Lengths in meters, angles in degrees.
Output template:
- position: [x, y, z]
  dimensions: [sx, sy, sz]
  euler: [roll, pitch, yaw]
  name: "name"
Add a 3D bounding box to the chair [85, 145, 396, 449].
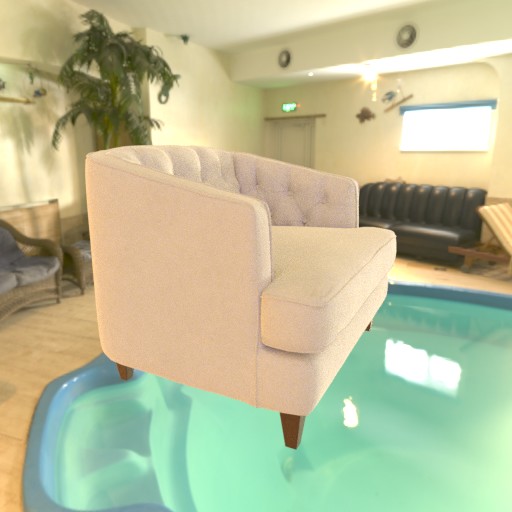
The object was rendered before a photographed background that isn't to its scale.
- position: [0.000, 0.000, 1.751]
  dimensions: [0.941, 0.852, 1.104]
  euler: [7, 15, 26]
  name: "chair"
